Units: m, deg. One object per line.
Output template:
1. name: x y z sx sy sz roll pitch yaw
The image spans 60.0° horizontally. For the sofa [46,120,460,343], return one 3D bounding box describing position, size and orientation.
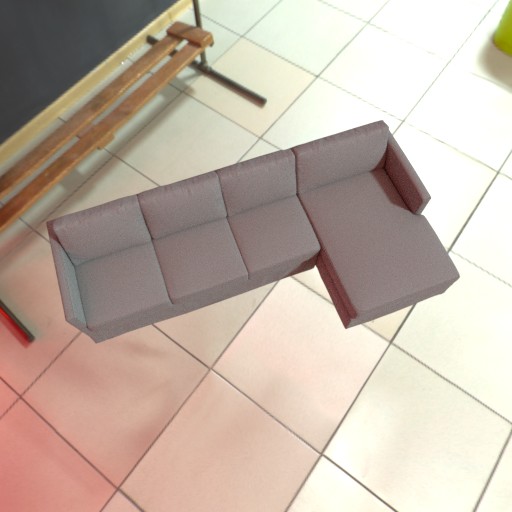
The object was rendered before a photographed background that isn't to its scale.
1. sofa: 0.000 0.000 3.859 3.177 0.867 1.622 -19 67 -8
